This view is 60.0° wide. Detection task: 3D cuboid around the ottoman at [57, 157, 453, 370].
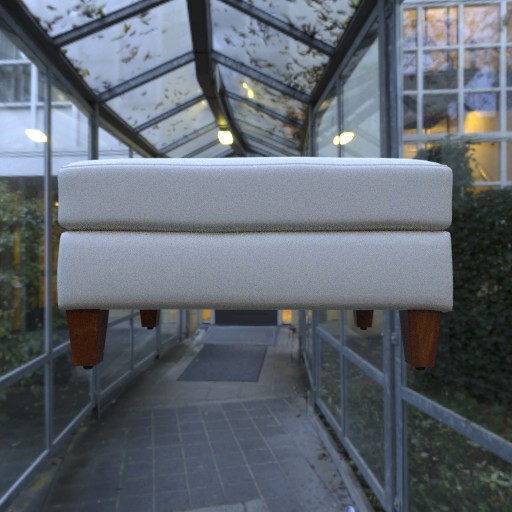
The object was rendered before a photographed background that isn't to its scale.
[{"bbox_3d":[0.000,0.000,1.193,0.818,0.479,0.634,0,0,1],"label":"ottoman"}]
